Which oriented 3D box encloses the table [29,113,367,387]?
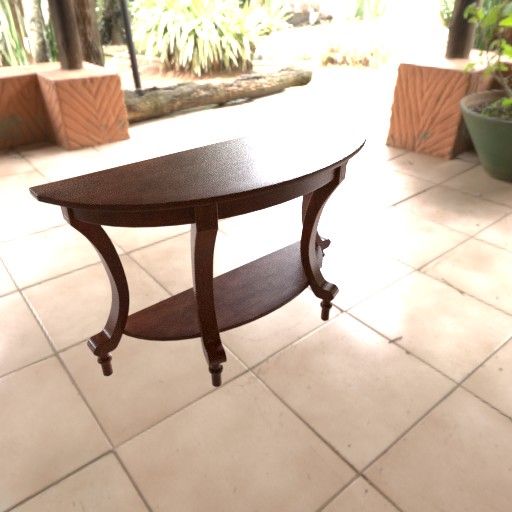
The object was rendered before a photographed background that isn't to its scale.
[{"bbox_3d":[0.000,0.000,1.522,1.198,0.699,0.394,-24,39,-33],"label":"table"}]
